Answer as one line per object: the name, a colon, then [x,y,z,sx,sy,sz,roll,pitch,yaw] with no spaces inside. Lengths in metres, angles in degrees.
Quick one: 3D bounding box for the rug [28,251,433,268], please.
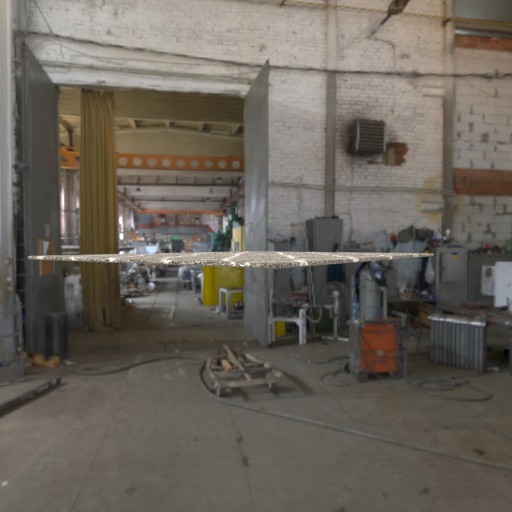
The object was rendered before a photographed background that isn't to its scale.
rug: [0.000,0.000,4.146,2.438,0.029,3.047,1,2,36]
